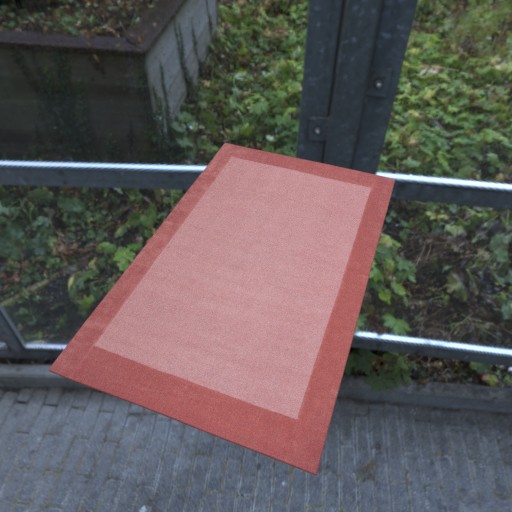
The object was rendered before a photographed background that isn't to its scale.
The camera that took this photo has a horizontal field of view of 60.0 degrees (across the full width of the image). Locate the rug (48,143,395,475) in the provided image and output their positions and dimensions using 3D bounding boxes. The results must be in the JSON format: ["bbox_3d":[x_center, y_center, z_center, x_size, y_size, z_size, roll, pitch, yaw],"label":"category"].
[{"bbox_3d":[0.000,0.000,3.033,1.524,0.014,2.438,15,48,14],"label":"rug"}]
